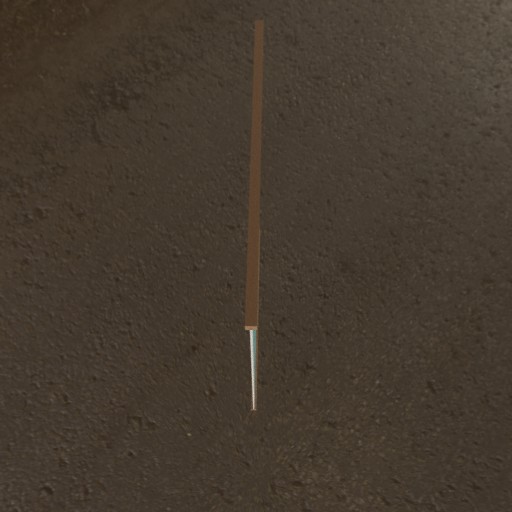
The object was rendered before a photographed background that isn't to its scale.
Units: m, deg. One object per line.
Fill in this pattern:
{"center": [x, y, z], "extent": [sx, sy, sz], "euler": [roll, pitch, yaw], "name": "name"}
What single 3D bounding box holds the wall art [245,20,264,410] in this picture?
{"center": [0.000, 0.000, 0.811], "extent": [0.012, 0.608, 0.459], "euler": [1, 63, 1], "name": "wall art"}
